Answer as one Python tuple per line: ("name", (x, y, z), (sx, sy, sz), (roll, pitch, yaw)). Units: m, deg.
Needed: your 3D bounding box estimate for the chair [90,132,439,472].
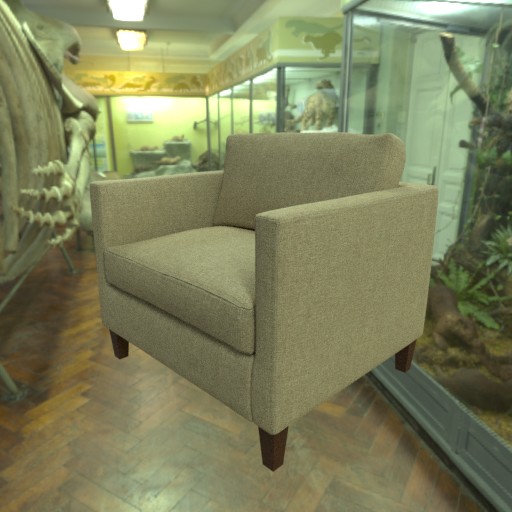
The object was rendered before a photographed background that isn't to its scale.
("chair", (0.000, 0.000, 1.837), (0.959, 0.987, 1.107), (-15, 22, -42))
